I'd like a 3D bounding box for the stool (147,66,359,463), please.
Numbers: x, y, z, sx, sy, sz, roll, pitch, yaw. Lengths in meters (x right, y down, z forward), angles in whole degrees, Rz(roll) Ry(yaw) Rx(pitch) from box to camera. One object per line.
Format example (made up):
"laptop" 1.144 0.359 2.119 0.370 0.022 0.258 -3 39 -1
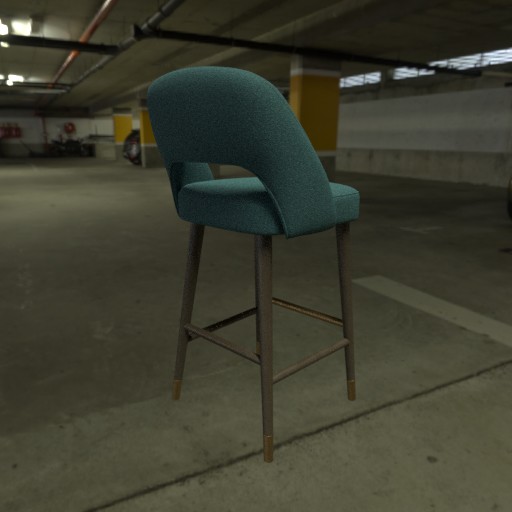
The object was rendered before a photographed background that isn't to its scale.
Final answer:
"stool" 0.000 0.000 1.370 0.536 1.032 0.522 14 20 42
